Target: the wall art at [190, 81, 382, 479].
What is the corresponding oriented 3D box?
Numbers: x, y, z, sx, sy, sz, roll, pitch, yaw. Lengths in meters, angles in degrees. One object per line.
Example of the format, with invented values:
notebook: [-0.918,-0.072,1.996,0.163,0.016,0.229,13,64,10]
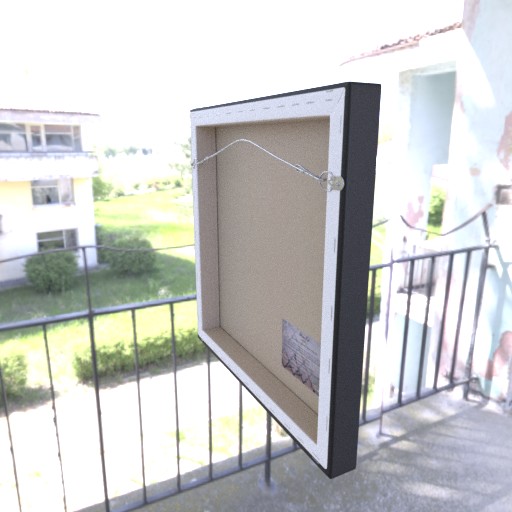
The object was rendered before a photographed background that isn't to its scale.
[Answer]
wall art: [0.000,0.000,0.609,0.041,0.407,0.406,-8,16,-27]
